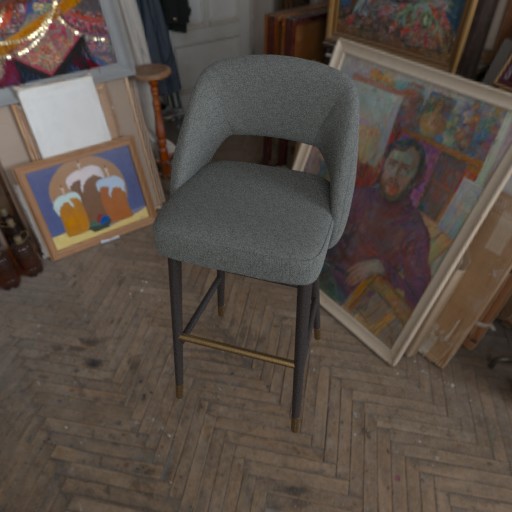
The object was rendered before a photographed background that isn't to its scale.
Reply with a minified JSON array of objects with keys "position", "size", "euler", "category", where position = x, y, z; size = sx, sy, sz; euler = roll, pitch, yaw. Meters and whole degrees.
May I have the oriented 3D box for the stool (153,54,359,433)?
[{"position":[0.000,0.000,1.426],"size":[0.536,1.089,0.524],"euler":[12,42,13],"category":"stool"}]
